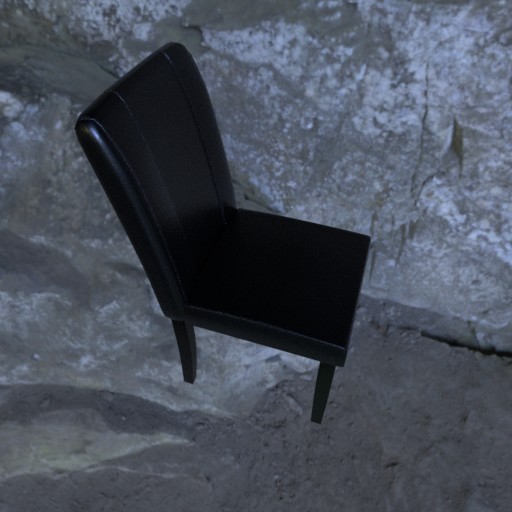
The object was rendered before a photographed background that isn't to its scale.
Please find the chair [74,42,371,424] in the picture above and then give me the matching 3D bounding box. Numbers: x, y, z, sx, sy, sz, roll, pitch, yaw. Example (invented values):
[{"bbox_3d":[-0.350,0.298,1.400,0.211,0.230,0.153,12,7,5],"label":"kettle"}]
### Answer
[{"bbox_3d":[0.000,0.000,1.150,0.556,0.897,0.399,13,48,13],"label":"chair"}]
